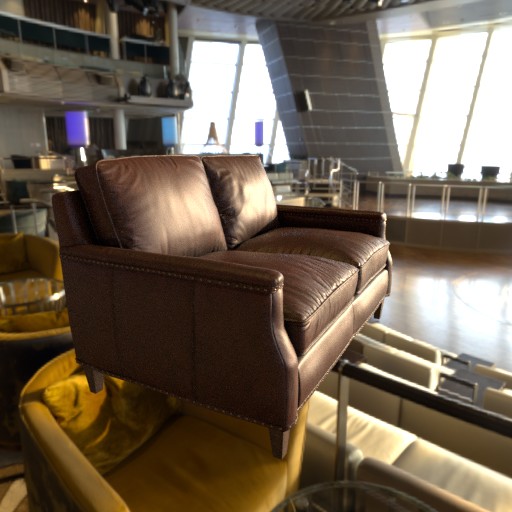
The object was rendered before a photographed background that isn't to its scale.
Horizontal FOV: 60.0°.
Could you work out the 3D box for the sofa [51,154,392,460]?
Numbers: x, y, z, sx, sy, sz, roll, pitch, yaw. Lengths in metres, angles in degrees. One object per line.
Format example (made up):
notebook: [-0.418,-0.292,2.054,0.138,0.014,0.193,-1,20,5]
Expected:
sofa: [0.000,0.000,2.250,1.083,1.003,1.628,7,16,27]
